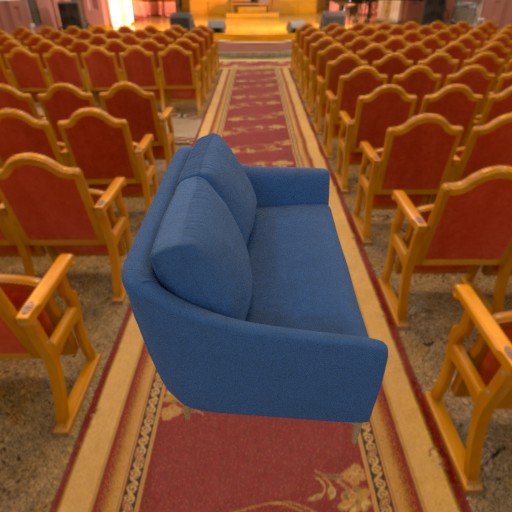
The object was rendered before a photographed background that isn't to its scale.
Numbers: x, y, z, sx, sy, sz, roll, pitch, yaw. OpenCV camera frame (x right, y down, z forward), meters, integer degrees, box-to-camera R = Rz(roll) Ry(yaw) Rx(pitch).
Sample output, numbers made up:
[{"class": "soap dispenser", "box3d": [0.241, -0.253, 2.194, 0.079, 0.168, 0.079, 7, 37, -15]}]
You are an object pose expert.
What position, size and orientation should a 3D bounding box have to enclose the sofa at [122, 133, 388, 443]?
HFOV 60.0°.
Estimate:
[{"class": "sofa", "box3d": [0.000, 0.000, 2.264, 0.960, 0.902, 1.619, 0, 33, 0]}]
